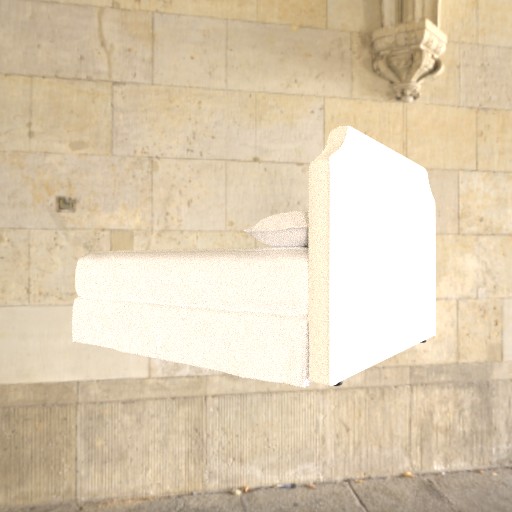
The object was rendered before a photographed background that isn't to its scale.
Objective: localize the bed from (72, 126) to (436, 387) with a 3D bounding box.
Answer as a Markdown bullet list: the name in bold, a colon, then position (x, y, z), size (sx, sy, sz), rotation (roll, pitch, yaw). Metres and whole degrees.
- **bed**: position (0.000, 0.000, 3.958), size (2.548, 1.524, 2.134), rotation (0, -1, 37)
